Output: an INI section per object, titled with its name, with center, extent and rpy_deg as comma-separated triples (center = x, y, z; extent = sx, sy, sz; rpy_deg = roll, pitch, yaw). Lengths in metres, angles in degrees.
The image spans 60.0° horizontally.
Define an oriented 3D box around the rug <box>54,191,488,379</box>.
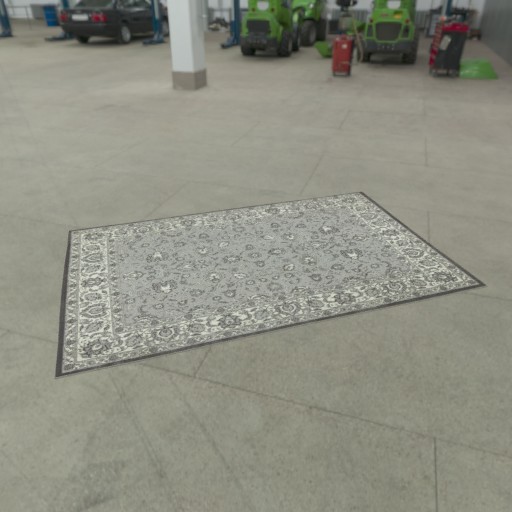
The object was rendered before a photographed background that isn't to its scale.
[rug]
center = 0.000, 0.000, 2.958
extent = 2.438, 0.011, 1.524
rpy_deg = -9, 32, -15
